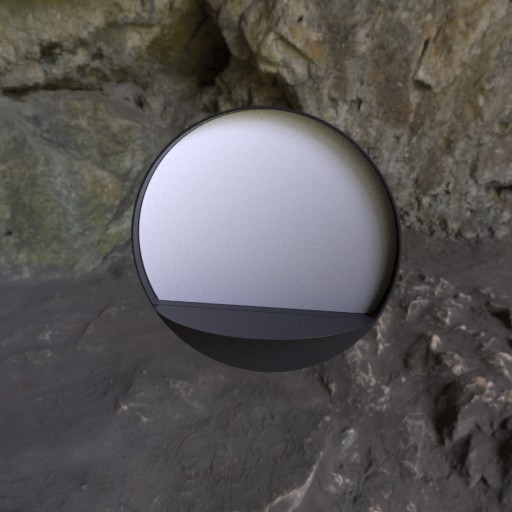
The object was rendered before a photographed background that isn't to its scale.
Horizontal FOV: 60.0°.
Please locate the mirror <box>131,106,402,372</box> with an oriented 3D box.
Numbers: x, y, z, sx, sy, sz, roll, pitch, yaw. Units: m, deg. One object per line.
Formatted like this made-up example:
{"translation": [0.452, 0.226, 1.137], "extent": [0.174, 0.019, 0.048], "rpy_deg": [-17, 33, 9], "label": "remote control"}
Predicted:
{"translation": [0.000, 0.000, 0.705], "extent": [0.457, 0.457, 0.133], "rpy_deg": [3, 16, 9], "label": "mirror"}
